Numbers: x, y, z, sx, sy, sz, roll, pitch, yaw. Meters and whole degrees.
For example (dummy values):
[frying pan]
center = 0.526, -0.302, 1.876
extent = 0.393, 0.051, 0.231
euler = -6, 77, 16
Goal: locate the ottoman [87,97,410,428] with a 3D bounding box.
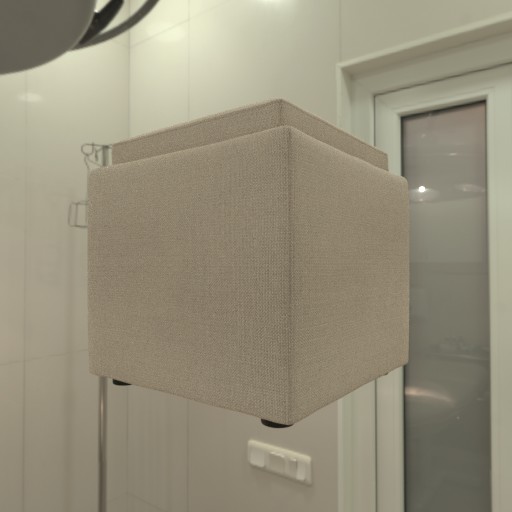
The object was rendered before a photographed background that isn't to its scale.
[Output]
[ottoman]
center = 0.000, 0.000, 0.842
extent = 0.450, 0.460, 0.451
euler = -1, -1, 37
